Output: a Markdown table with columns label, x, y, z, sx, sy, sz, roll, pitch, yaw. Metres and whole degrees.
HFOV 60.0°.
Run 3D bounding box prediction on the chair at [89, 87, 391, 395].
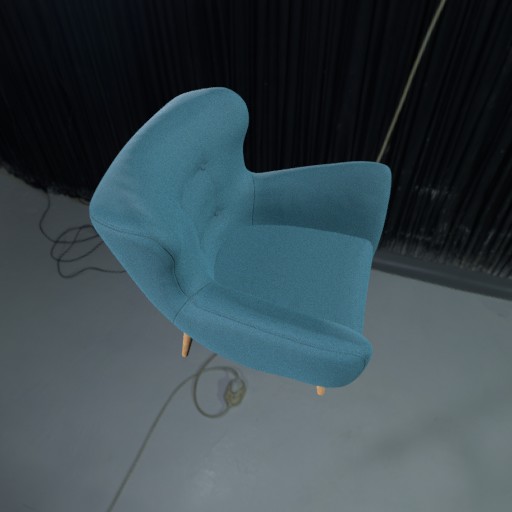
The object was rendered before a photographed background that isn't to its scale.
| label | x | y | z | sx | sy | sz | roll | pitch | yaw |
| --- | --- | --- | --- | --- | --- | --- | --- | --- | --- |
| chair | 0.000 | 0.000 | 1.641 | 0.889 | 0.889 | 0.890 | 11 | 49 | 10 |
